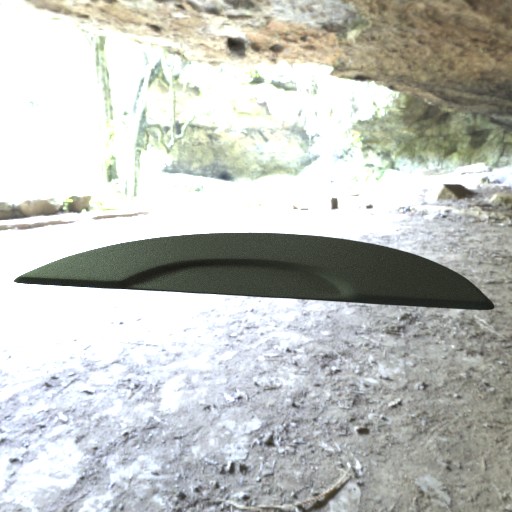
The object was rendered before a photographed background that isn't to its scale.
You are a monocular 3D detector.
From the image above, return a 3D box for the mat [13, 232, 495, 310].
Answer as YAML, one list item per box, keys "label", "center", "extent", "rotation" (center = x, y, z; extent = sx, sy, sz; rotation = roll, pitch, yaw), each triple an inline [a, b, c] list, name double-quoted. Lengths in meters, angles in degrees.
- label: "mat"
  center: [0.000, 0.000, 1.785]
  extent: [1.525, 0.022, 0.917]
  rotation: [2, 15, 9]
